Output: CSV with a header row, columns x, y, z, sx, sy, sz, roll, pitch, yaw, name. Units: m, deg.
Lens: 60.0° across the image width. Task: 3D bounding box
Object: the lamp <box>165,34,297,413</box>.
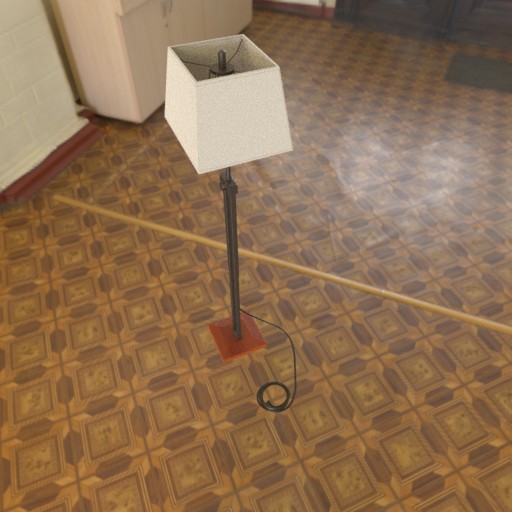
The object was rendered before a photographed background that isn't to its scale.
x,y,z,sx,sy,sz,roll,pitch,yaw,name
0.000,0.000,1.997,0.472,1.712,0.745,-18,49,-16,lamp
